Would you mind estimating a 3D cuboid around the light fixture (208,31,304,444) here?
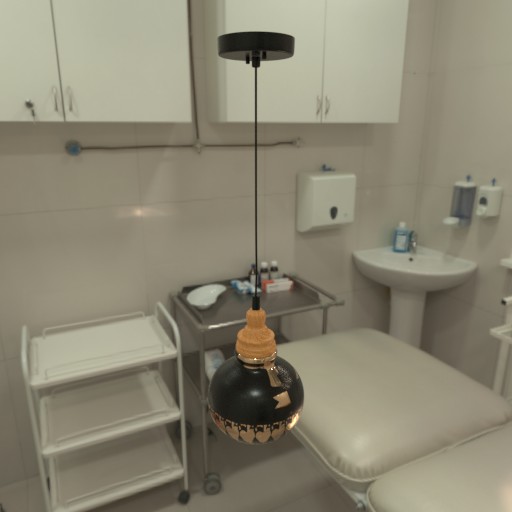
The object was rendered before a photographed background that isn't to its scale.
[{"bbox_3d":[0.000,0.000,1.802,0.430,1.606,0.430,-8,18,-25],"label":"light fixture"}]
